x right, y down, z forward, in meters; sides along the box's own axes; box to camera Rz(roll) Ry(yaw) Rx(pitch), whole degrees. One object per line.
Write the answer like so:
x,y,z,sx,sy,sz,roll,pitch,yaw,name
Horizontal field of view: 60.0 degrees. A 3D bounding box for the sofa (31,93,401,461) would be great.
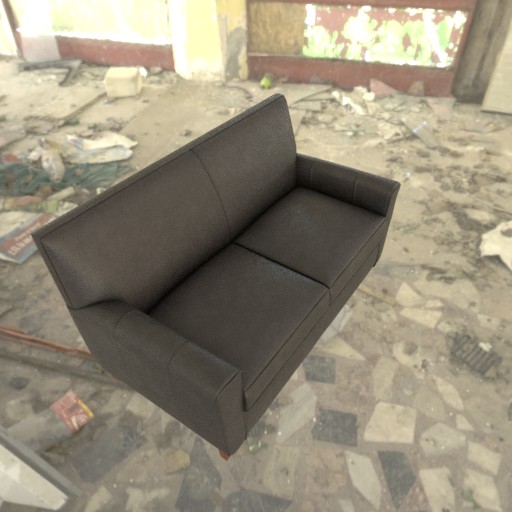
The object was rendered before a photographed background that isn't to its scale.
0.000,0.000,2.014,0.787,0.871,1.473,25,47,26,sofa
